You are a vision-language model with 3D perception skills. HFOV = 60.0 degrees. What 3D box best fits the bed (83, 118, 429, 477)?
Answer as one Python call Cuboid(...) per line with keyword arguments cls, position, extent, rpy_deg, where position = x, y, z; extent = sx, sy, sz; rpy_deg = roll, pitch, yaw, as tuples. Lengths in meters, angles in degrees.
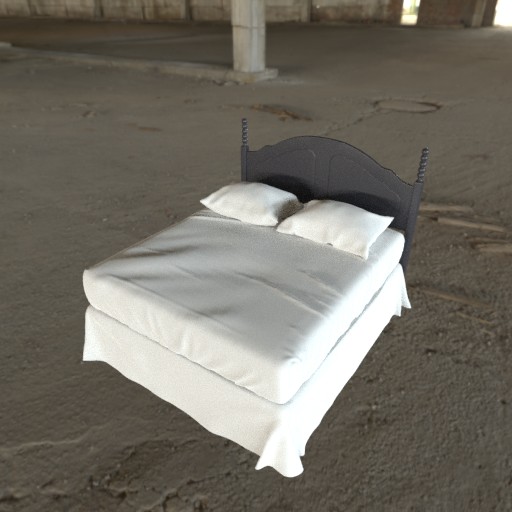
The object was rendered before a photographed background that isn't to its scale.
Cuboid(cls="bed", position=(0.000, 0.000, 3.188), extent=(1.873, 1.356, 2.040), rpy_deg=(19, 35, 29))
